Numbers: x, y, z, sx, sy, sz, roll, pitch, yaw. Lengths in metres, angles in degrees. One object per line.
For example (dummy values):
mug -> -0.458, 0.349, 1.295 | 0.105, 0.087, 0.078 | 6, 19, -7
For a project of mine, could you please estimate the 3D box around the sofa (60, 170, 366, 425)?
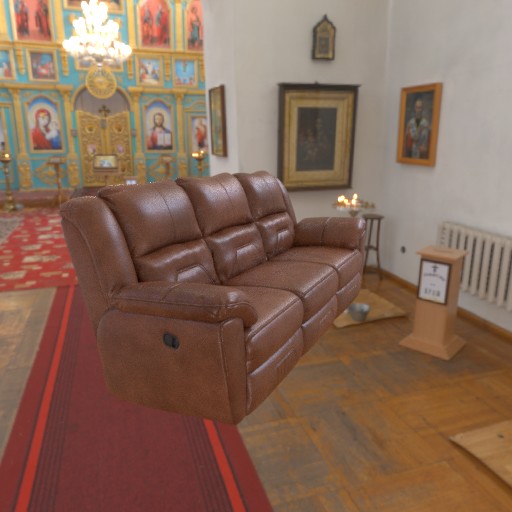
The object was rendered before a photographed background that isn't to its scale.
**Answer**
sofa -> 0.000, 0.000, 2.919 | 0.991, 1.043, 2.337 | 7, 15, 26
